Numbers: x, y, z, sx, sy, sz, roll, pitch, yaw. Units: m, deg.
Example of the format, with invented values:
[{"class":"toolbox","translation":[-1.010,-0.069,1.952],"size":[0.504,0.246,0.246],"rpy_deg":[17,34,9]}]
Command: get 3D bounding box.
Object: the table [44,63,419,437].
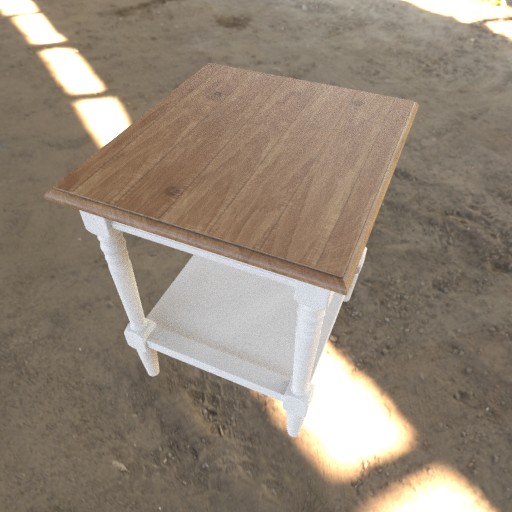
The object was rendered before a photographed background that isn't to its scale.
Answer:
[{"class":"table","translation":[0.000,0.000,0.940],"size":[0.457,0.561,0.508],"rpy_deg":[17,48,16]}]
